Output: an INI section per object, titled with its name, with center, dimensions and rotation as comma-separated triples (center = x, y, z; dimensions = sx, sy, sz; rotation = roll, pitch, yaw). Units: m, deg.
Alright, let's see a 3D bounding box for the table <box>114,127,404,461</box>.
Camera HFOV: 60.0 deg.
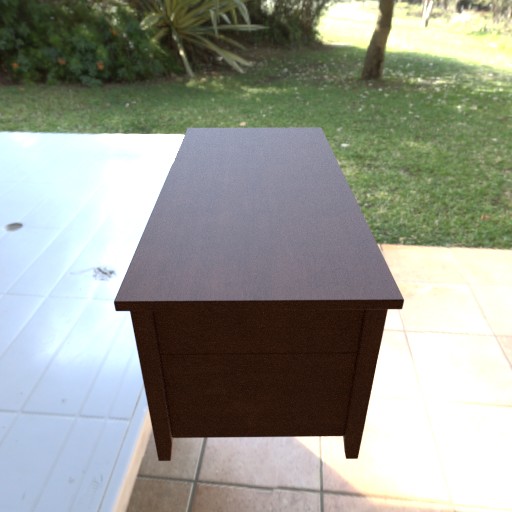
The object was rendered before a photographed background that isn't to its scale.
[table]
center = 0.000, 0.000, 1.285
dimensions = 0.483, 0.457, 1.016
rotation = 0, 32, -1
